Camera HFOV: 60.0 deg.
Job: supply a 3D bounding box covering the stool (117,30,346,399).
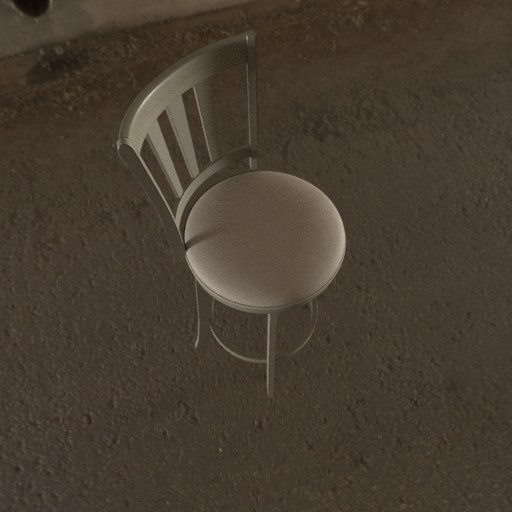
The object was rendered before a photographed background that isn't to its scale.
[{"bbox_3d":[0.000,0.000,1.272,0.475,1.042,0.436,30,63,17],"label":"stool"}]
